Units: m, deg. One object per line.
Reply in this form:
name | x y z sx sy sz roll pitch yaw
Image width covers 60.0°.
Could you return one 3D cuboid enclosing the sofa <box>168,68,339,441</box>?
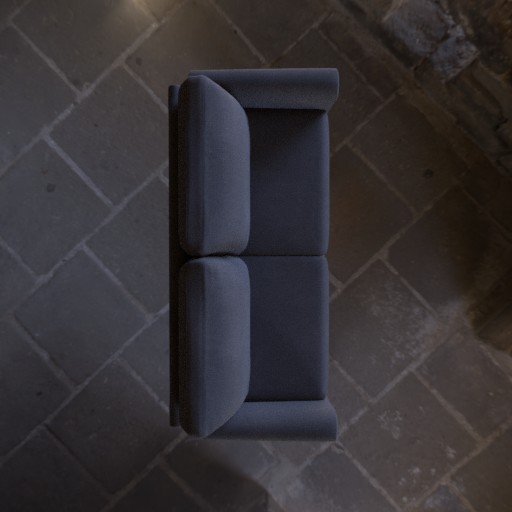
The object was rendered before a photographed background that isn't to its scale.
sofa | 0.000 0.000 2.414 0.842 0.942 1.935 0 91 0
